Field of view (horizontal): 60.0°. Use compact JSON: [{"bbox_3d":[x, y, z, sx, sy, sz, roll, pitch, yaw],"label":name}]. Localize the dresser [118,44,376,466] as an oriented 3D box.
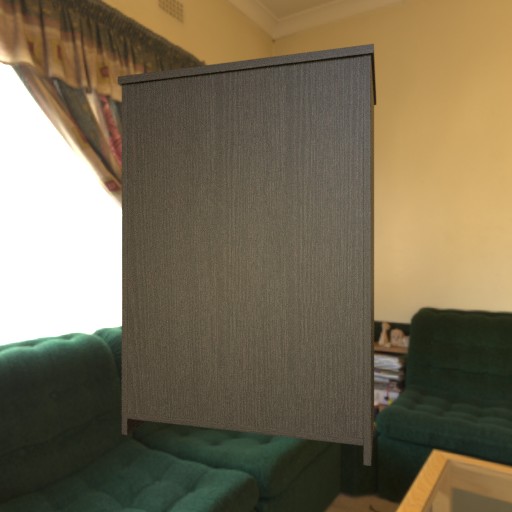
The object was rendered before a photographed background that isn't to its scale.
[{"bbox_3d":[0.000,0.000,1.354,0.704,1.020,0.399,0,0,16],"label":"dresser"}]
